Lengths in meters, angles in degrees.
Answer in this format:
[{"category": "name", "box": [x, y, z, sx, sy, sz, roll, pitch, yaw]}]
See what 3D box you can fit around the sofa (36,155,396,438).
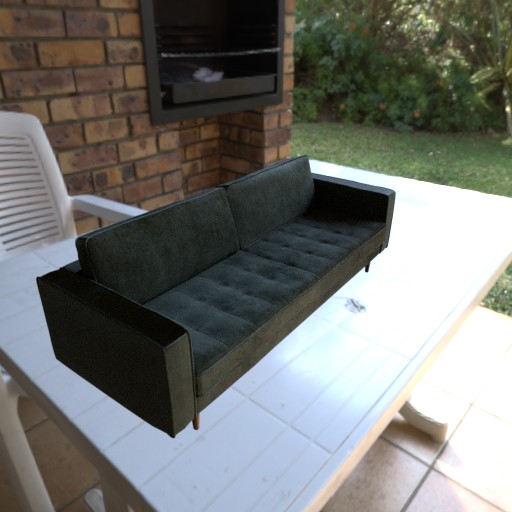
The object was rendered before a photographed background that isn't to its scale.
[{"category": "sofa", "box": [0.000, 0.000, 2.622, 0.886, 0.781, 2.214, 18, 32, 32]}]
